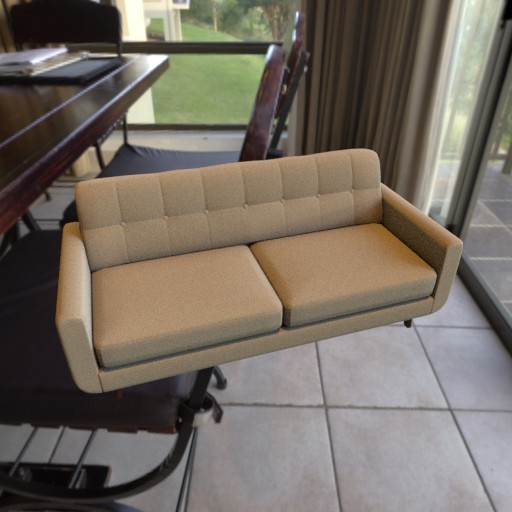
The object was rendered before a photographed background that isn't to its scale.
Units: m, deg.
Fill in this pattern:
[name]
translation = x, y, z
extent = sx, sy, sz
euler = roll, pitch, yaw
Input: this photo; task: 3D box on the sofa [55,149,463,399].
[sofa]
translation = 0.000, 0.000, 2.644
extent = 2.137, 0.892, 0.980
euler = -10, 34, -15
